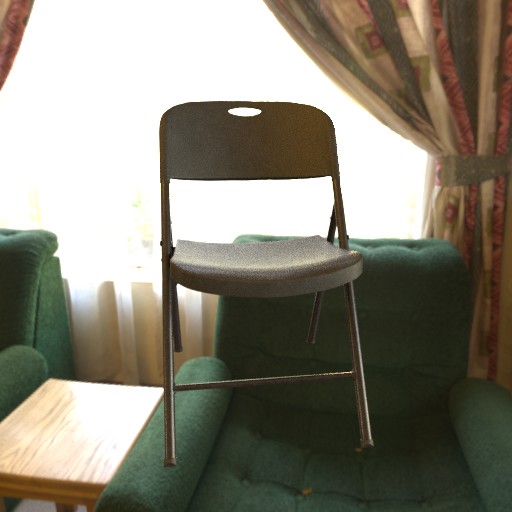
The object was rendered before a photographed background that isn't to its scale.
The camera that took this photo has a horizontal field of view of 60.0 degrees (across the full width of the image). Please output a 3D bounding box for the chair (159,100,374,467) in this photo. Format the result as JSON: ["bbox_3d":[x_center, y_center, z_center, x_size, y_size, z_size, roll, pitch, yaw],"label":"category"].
[{"bbox_3d":[0.000,0.000,1.176,0.494,0.810,0.566,-2,16,-7],"label":"chair"}]
